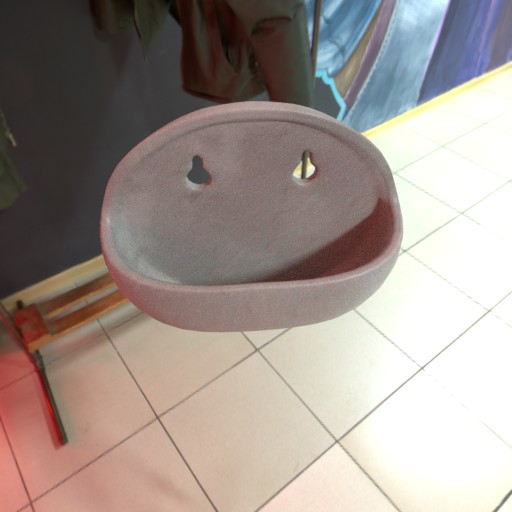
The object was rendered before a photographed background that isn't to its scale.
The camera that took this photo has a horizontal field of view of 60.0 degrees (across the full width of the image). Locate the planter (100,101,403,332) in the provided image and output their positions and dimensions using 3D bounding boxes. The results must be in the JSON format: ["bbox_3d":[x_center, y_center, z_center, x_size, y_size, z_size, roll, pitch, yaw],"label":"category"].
[{"bbox_3d":[0.000,0.000,0.270,0.190,0.164,0.073,-3,47,-3],"label":"planter"}]
